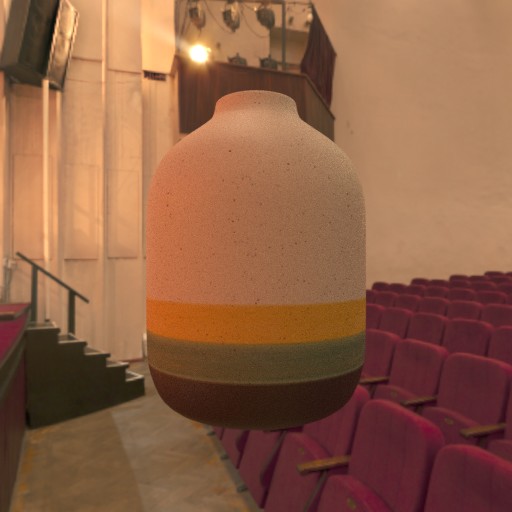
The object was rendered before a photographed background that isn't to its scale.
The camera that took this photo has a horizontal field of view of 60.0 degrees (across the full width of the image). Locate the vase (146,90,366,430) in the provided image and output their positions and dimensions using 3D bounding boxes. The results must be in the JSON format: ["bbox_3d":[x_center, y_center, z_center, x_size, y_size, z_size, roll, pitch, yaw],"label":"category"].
[{"bbox_3d":[0.000,0.000,0.352,0.169,0.240,0.169,0,0,0],"label":"vase"}]
